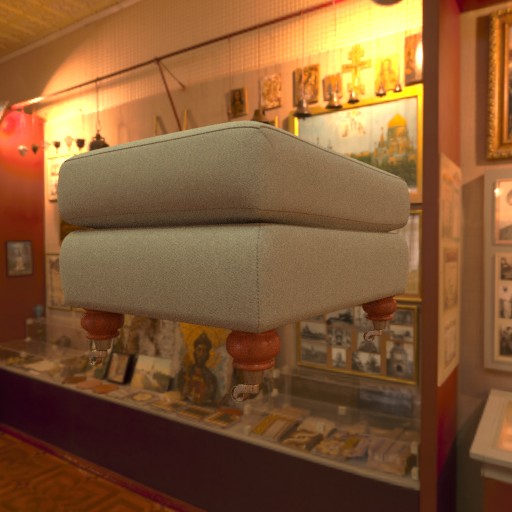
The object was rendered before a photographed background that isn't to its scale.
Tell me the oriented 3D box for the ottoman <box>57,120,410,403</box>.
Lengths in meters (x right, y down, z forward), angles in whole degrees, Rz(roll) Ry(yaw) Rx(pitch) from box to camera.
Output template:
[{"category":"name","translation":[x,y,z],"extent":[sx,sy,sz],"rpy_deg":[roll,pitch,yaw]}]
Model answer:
[{"category":"ottoman","translation":[0.000,0.000,1.121],"extent":[0.569,0.499,0.773],"rpy_deg":[1,2,36]}]
